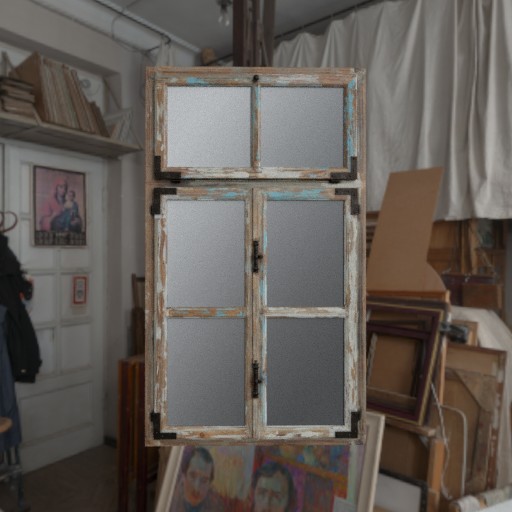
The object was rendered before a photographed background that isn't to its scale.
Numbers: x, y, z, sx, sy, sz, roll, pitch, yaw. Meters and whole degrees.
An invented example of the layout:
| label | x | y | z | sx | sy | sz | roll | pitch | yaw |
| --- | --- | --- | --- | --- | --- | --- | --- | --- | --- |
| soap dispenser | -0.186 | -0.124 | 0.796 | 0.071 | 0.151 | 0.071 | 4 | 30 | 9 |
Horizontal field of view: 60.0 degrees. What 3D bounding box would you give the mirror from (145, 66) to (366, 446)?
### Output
| label | x | y | z | sx | sy | sz | roll | pitch | yaw |
| --- | --- | --- | --- | --- | --- | --- | --- | --- | --- |
| mirror | 0.000 | 0.000 | 1.414 | 0.707 | 1.213 | 0.083 | 0 | 0 | -1 |
